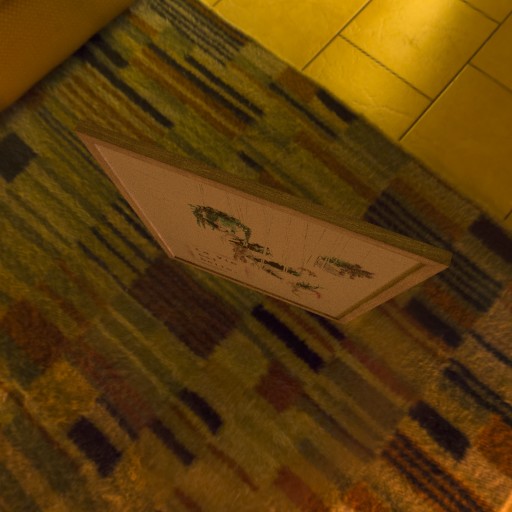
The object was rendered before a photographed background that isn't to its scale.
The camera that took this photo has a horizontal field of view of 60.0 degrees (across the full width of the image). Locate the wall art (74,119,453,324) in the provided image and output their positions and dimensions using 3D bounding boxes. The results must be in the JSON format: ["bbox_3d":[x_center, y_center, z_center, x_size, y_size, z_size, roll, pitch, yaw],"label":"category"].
[{"bbox_3d":[0.000,0.000,1.357,0.781,1.022,0.035,20,76,5],"label":"wall art"}]
